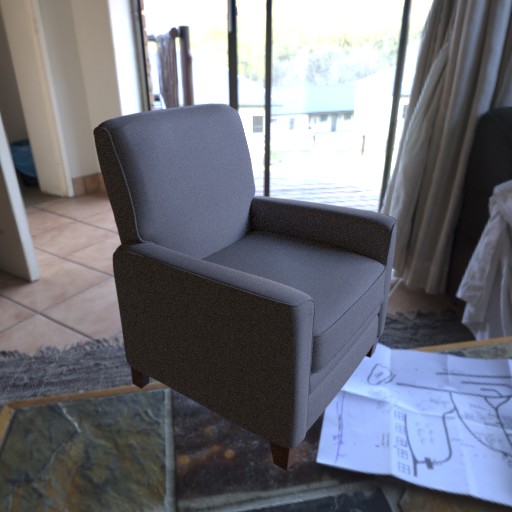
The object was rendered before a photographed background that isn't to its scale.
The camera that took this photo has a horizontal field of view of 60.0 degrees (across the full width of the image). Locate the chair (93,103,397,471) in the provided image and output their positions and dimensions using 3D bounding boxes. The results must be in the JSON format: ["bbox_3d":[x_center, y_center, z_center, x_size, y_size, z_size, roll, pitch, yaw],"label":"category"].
[{"bbox_3d":[0.000,0.000,1.665,0.859,1.023,0.845,16,29,31],"label":"chair"}]
